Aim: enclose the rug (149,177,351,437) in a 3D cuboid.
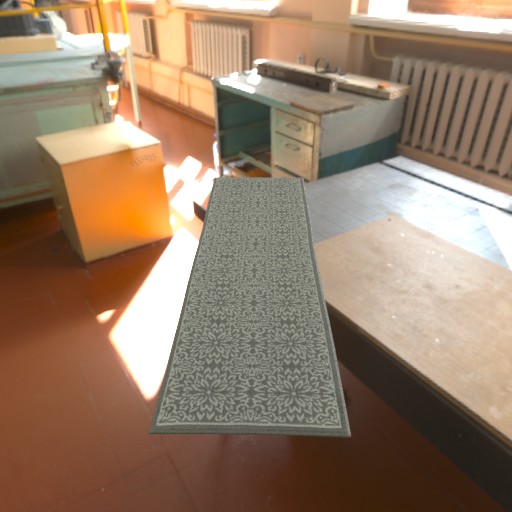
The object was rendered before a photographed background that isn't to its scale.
[{"bbox_3d":[0.000,0.000,2.373,0.662,0.011,2.196,1,32,1],"label":"rug"}]
